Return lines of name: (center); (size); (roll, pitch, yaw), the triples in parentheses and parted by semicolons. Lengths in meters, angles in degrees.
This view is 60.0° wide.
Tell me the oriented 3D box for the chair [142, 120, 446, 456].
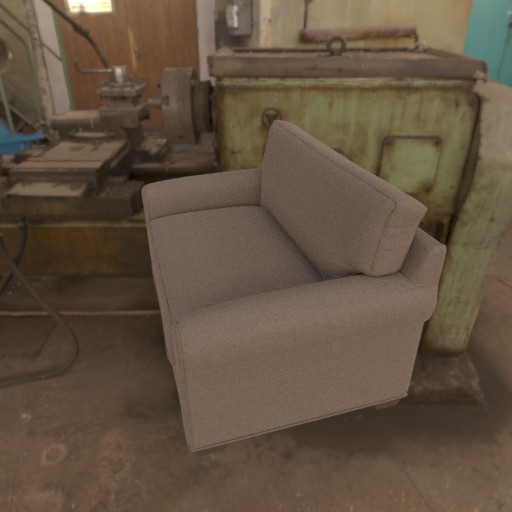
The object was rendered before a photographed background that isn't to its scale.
chair: (0.000, 0.000, 2.014); (0.930, 0.930, 1.390); (-9, 31, -15)
